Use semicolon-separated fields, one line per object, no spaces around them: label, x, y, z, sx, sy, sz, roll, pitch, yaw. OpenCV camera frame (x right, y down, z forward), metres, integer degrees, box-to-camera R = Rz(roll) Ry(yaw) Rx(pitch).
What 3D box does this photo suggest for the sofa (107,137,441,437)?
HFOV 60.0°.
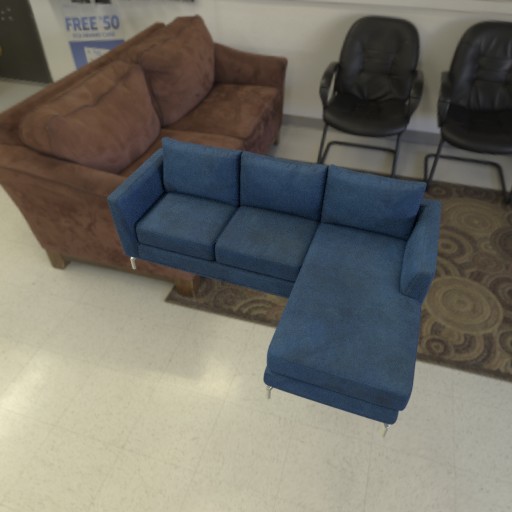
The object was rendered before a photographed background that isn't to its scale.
sofa;0.000;0.000;3.292;2.438;0.987;1.622;14;44;15
